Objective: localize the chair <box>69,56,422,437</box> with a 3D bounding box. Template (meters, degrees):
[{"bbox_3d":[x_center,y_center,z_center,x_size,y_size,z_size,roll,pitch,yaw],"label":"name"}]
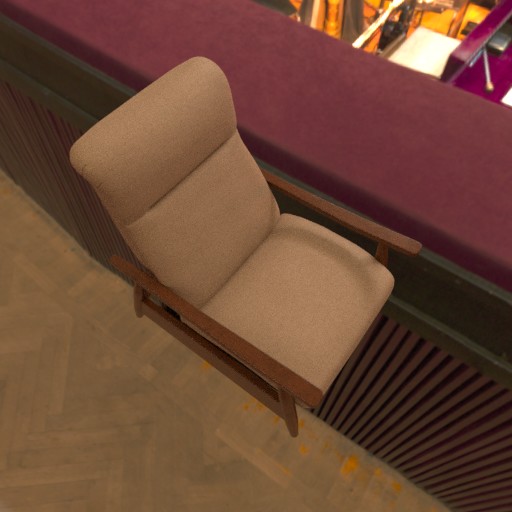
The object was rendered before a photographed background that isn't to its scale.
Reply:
[{"bbox_3d":[0.000,0.000,1.763,1.030,1.082,0.762,32,63,19],"label":"chair"}]
